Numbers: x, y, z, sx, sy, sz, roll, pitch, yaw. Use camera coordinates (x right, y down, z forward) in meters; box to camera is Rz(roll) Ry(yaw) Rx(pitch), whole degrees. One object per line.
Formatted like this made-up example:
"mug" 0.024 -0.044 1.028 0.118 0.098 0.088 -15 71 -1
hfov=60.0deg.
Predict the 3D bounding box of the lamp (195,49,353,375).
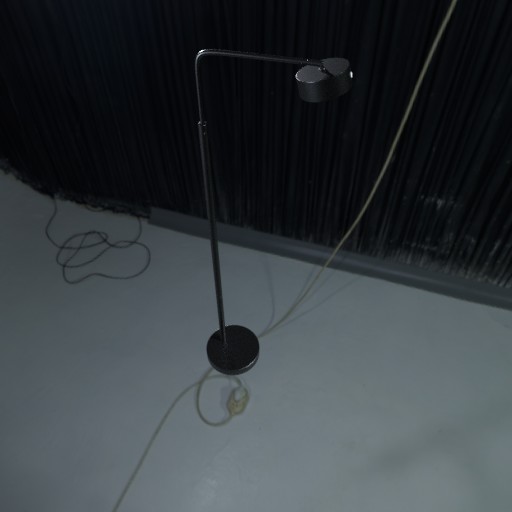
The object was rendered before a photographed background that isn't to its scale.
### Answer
"lamp" 0.000 0.000 1.396 0.418 1.230 0.219 12 48 11
